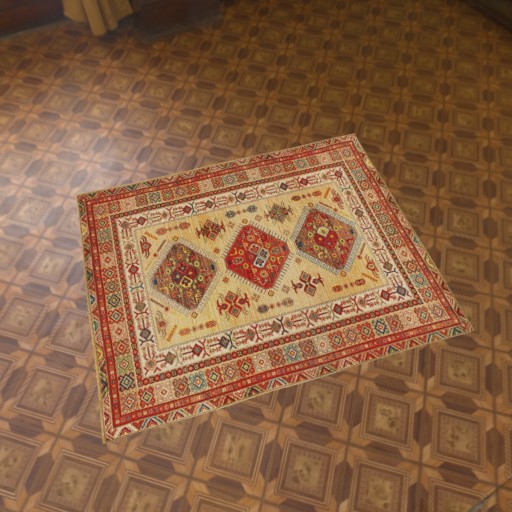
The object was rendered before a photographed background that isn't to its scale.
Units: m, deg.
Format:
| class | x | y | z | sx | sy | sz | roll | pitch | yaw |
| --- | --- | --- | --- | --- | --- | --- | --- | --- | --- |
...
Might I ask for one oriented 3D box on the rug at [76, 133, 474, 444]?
| class | x | y | z | sx | sy | sz | roll | pitch | yaw |
| --- | --- | --- | --- | --- | --- | --- | --- | --- | --- |
| rug | 0.000 | 0.000 | 4.085 | 3.067 | 0.005 | 2.460 | -14 | 59 | -9 |
